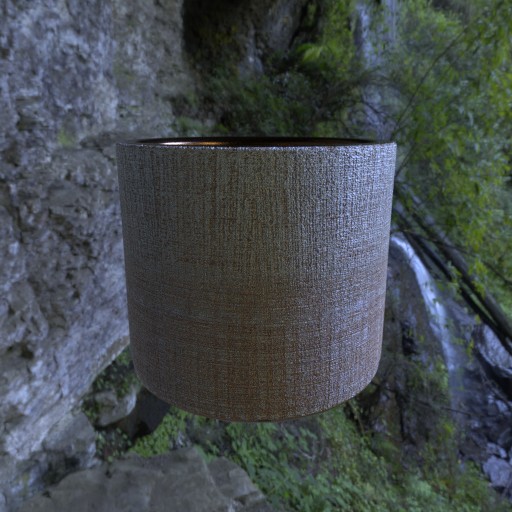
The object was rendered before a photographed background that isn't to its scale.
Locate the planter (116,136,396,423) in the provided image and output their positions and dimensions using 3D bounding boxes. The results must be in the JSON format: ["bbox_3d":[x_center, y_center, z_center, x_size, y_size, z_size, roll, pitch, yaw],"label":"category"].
[{"bbox_3d":[0.000,0.000,0.189,0.109,0.096,0.109,0,17,0],"label":"planter"}]
